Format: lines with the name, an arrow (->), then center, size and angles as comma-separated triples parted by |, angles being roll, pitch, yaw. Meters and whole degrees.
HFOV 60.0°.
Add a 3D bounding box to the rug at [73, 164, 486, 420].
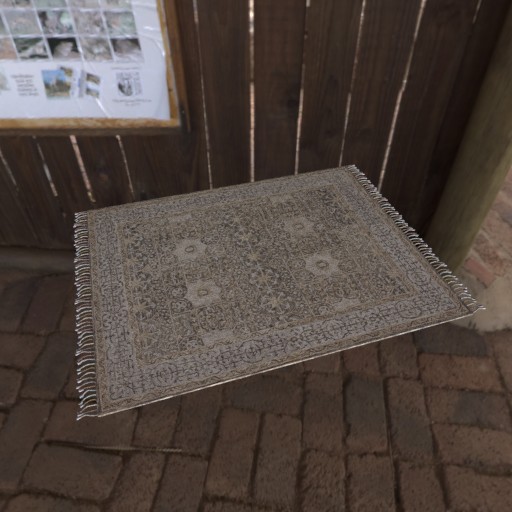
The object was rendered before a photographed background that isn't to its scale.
rug -> 0.000, 0.000, 4.195 | 3.291, 0.017, 2.431 | -12, 44, -13
